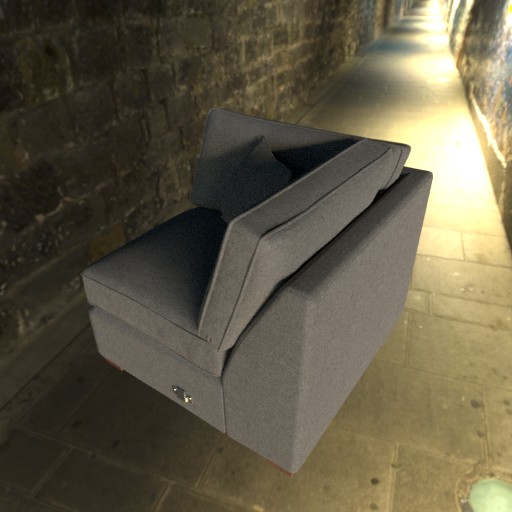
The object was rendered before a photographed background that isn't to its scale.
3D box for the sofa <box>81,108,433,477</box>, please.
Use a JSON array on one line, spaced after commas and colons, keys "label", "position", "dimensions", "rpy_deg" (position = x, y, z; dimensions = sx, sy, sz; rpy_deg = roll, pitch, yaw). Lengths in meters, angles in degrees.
[{"label": "sofa", "position": [0.000, 0.000, 1.920], "dimensions": [1.084, 1.002, 1.146], "rpy_deg": [20, 37, 29]}]
